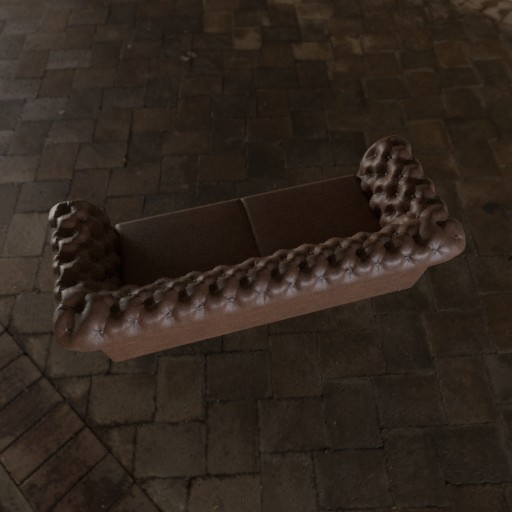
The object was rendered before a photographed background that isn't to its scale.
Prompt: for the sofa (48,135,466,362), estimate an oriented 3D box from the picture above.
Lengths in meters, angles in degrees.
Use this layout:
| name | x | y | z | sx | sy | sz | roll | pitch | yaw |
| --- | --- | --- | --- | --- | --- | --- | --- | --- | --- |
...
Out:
| name | x | y | z | sx | sy | sz | roll | pitch | yaw |
| --- | --- | --- | --- | --- | --- | --- | --- | --- | --- |
| sofa | 0.000 | 0.000 | 2.870 | 2.385 | 0.783 | 0.944 | -13 | 59 | -8 |
